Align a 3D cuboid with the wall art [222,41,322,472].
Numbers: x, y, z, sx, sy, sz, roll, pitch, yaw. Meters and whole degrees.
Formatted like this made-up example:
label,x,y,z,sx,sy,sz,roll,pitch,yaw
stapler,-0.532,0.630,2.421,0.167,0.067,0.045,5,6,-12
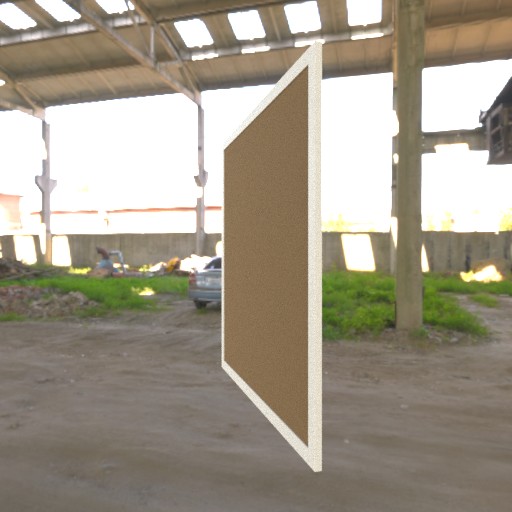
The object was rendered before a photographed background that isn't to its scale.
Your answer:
label,x,y,z,sx,sy,sz,roll,pitch,yaw
wall art,0.000,0.000,1.226,0.015,0.812,0.812,0,0,-17
